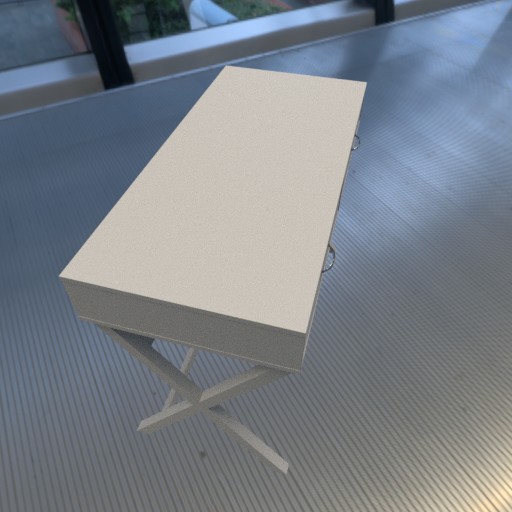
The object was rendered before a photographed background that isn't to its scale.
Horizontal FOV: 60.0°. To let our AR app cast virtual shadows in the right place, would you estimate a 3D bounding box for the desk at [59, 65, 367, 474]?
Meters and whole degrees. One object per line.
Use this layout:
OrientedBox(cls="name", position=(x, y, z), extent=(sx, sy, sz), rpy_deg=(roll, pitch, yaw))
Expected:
OrientedBox(cls="desk", position=(0.000, 0.000, 1.474), extent=(0.525, 0.780, 1.057), rpy_deg=(11, 47, 11))
